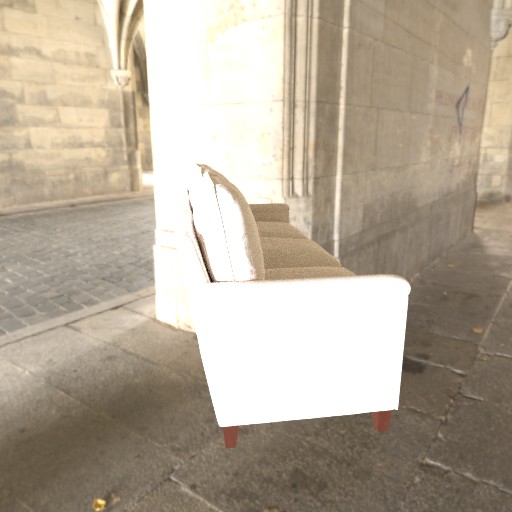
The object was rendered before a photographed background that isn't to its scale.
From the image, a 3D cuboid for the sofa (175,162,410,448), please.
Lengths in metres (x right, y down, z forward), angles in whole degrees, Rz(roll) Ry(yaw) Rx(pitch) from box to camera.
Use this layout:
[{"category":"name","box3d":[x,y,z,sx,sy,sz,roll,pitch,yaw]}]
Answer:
[{"category":"sofa","box3d":[0.000,0.000,2.434,0.828,0.961,1.925,-2,15,-9]}]
